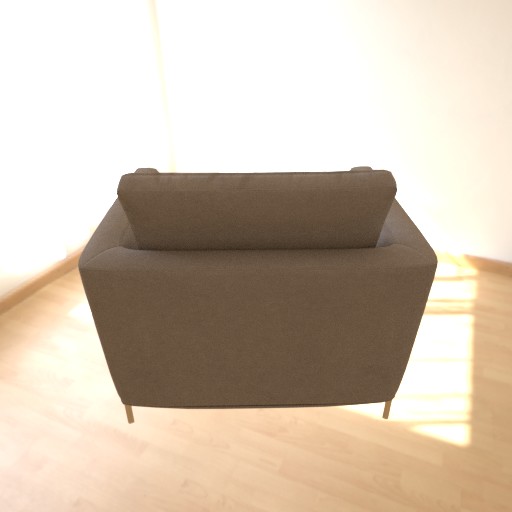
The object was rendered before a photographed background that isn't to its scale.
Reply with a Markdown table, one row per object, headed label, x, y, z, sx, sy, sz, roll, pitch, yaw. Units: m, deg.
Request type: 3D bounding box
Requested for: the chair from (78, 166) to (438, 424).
| label | x | y | z | sx | sy | sz | roll | pitch | yaw |
| --- | --- | --- | --- | --- | --- | --- | --- | --- | --- |
| chair | 0.000 | 0.000 | 1.658 | 1.041 | 0.864 | 0.889 | -1 | 30 | -1 |
